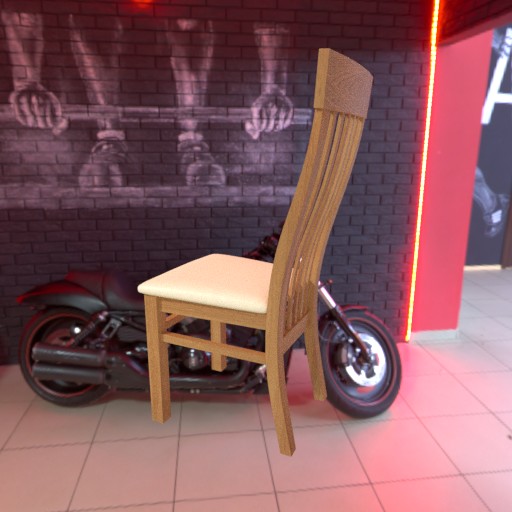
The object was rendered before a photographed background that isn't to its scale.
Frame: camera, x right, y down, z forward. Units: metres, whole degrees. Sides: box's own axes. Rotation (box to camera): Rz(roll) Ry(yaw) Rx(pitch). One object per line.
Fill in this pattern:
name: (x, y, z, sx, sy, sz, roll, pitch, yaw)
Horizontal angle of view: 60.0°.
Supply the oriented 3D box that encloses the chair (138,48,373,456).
chair: (0.000, 0.000, 1.357, 0.580, 1.050, 0.450, 7, 16, 25)
